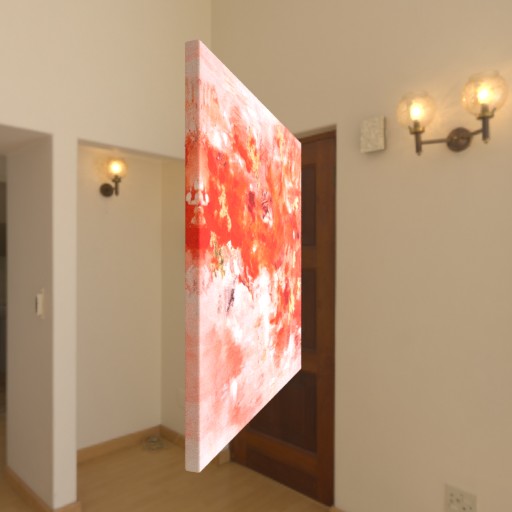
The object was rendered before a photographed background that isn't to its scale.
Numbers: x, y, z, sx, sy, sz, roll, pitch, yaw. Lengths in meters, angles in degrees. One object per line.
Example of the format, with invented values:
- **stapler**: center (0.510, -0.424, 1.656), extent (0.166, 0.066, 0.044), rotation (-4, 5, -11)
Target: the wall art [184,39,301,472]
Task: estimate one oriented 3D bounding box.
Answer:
- **wall art**: center (0.000, 0.000, 1.319), extent (0.066, 0.878, 0.878), rotation (0, 0, 19)
